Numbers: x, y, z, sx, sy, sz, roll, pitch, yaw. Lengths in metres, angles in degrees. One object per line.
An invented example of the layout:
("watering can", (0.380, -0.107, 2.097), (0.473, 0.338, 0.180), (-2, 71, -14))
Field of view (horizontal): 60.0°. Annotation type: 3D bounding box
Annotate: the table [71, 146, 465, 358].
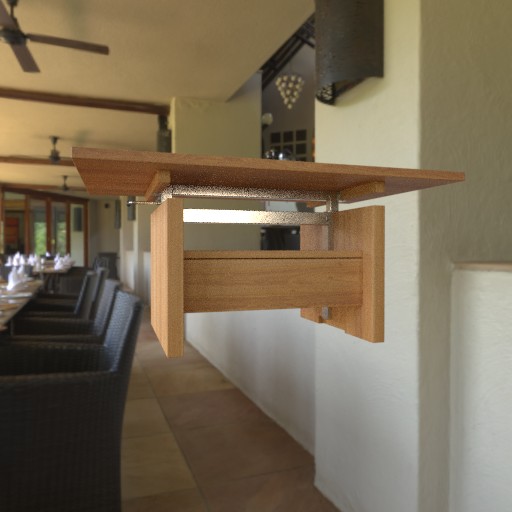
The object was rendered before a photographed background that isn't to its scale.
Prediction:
("table", (0.000, 0.000, 1.506), (1.100, 0.510, 0.700), (0, 1, -18))
